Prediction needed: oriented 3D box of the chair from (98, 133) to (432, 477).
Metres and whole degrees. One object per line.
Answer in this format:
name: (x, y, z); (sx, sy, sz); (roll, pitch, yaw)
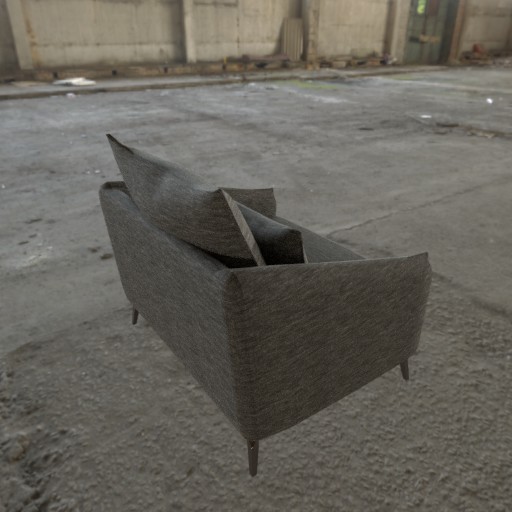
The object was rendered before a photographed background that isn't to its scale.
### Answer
chair: (0.000, 0.000, 1.619); (0.805, 0.842, 1.004); (-17, 31, -31)
